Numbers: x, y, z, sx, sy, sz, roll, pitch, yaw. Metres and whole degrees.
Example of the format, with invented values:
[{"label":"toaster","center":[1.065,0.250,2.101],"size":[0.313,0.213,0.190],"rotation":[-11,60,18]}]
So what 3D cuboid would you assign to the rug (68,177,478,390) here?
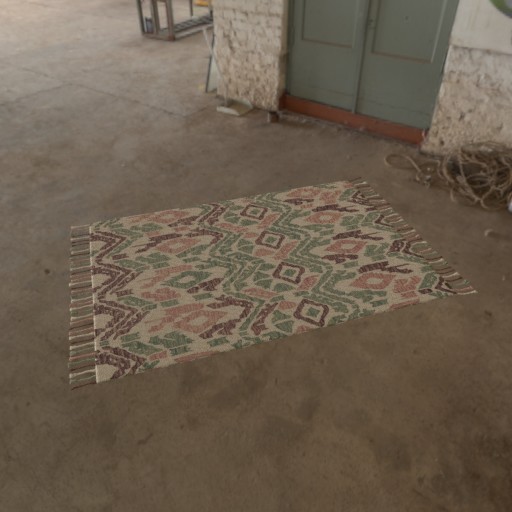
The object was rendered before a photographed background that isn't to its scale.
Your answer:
[{"label":"rug","center":[0.000,0.000,3.037],"size":[2.438,0.011,1.524],"rotation":[-11,41,-14]}]
